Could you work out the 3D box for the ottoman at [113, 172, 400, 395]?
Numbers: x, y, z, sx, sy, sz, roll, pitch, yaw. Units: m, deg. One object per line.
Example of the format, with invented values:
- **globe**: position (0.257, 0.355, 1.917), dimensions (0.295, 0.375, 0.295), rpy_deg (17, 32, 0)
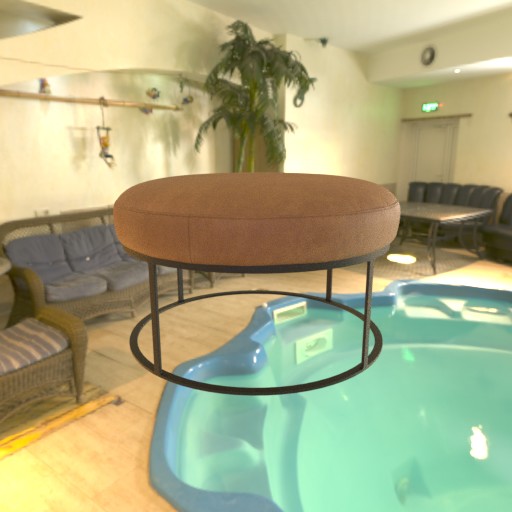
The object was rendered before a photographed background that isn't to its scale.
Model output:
- **ottoman**: position (0.000, 0.000, 1.284), dimensions (0.771, 0.460, 0.771), rpy_deg (0, 13, 0)
